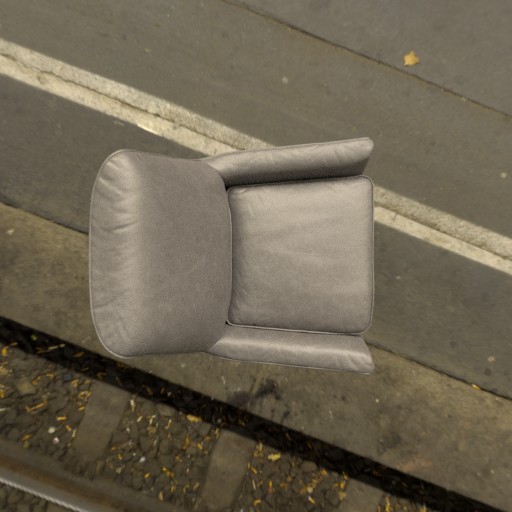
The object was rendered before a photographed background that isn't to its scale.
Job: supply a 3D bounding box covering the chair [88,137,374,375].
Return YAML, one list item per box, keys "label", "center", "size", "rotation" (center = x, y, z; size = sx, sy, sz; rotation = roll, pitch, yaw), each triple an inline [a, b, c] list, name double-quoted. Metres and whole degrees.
- label: "chair"
  center: [0.000, 0.000, 1.498]
  size: [0.822, 0.888, 0.787]
  rotation: [0, 89, -1]
